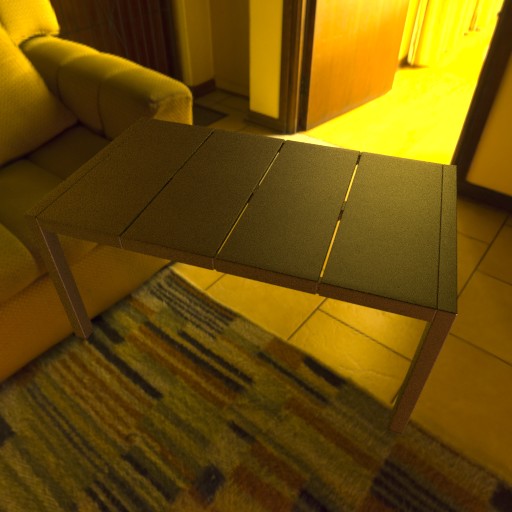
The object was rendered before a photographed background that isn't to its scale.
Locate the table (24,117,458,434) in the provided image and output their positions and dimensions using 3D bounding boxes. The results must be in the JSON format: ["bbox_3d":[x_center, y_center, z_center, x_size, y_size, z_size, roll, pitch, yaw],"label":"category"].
[{"bbox_3d":[0.000,0.000,1.273,0.965,0.460,0.559,13,43,14],"label":"table"}]
